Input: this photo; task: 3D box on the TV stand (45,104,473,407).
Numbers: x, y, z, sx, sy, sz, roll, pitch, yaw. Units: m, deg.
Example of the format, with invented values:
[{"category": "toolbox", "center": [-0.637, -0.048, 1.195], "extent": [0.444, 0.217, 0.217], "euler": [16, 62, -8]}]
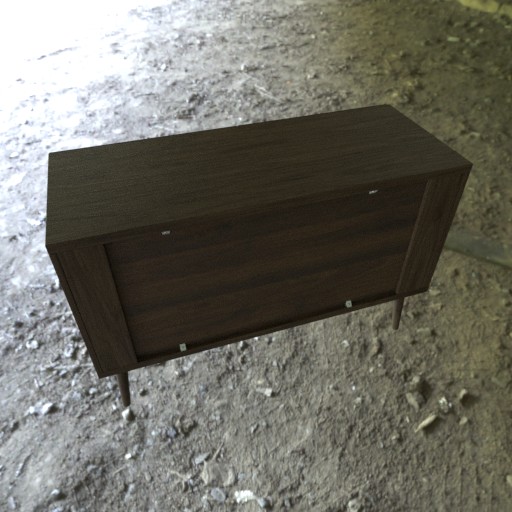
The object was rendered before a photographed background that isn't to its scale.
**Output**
[{"category": "TV stand", "center": [0.000, 0.000, 1.330], "extent": [0.990, 0.660, 0.405], "euler": [-12, 43, -14]}]
